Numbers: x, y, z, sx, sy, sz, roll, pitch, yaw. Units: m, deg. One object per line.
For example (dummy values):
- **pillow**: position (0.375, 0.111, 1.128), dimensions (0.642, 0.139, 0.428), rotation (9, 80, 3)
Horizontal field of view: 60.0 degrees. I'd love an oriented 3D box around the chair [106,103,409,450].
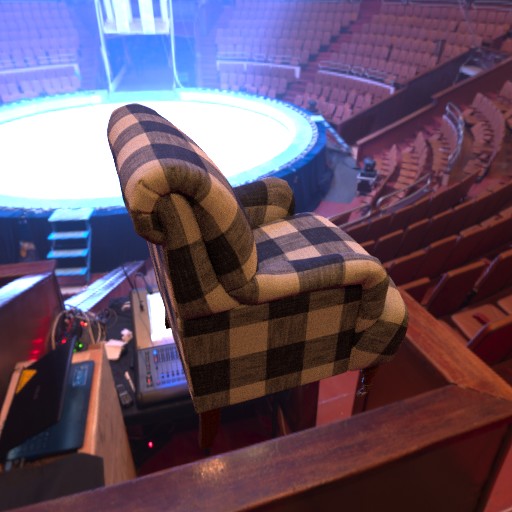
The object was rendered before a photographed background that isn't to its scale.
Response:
- **chair**: position (0.000, 0.000, 1.555), dimensions (0.848, 0.953, 0.781), rotation (-10, 32, -17)
